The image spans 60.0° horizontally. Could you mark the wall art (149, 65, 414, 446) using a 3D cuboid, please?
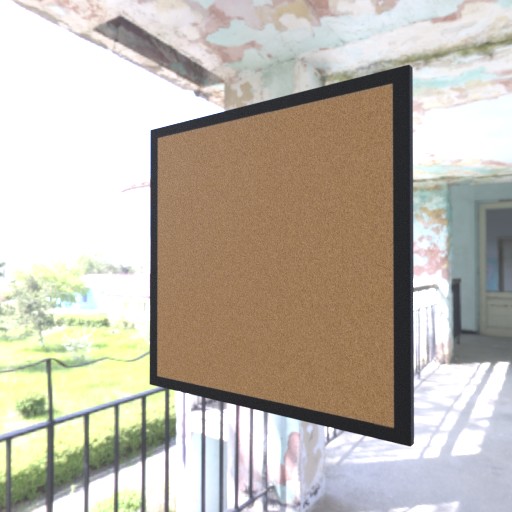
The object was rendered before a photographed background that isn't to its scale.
[{"bbox_3d":[0.000,0.000,0.959,0.663,0.659,0.016,0,-1,35],"label":"wall art"}]
